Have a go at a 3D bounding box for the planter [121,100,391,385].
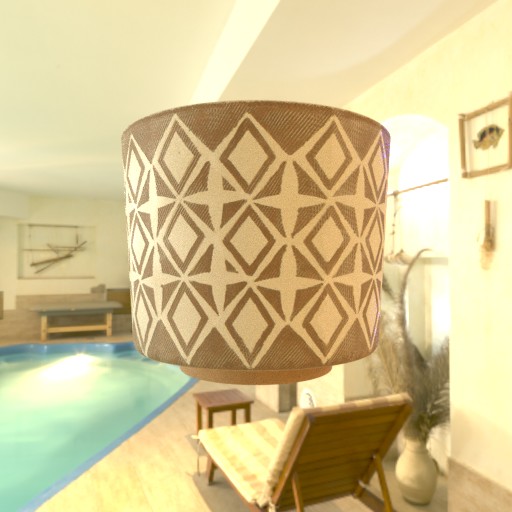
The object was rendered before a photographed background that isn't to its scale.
[{"bbox_3d":[0.000,0.000,0.445,0.260,0.220,0.260,0,-1,0],"label":"planter"}]
